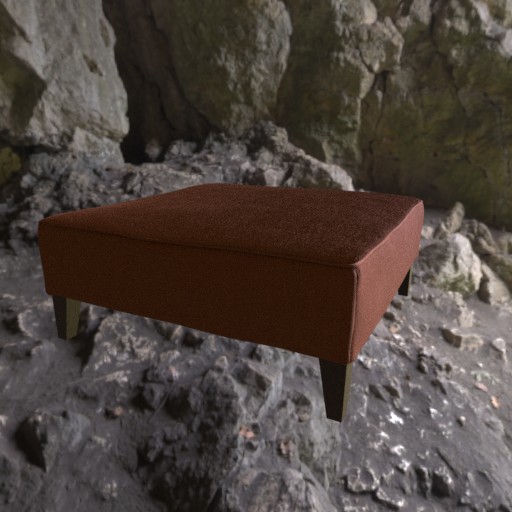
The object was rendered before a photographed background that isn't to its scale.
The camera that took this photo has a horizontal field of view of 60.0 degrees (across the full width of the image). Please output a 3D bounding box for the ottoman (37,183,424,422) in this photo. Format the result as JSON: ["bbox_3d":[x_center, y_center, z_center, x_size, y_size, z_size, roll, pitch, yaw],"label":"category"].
[{"bbox_3d":[0.000,0.000,1.573,0.999,0.438,0.997,8,18,26],"label":"ottoman"}]
